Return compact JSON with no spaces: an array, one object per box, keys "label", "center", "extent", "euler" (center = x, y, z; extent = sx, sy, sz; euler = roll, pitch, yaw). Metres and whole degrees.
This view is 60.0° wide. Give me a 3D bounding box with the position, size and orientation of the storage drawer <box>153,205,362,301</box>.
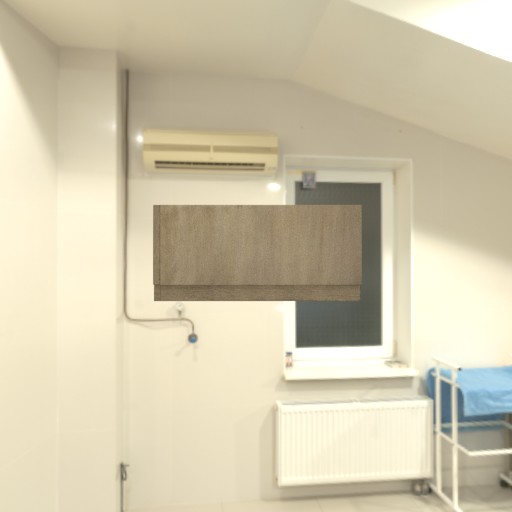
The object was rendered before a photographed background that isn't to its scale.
[{"label":"storage drawer","center":[0.000,0.000,2.291],"extent":[0.591,0.274,2.072],"euler":[0,0,0]}]
